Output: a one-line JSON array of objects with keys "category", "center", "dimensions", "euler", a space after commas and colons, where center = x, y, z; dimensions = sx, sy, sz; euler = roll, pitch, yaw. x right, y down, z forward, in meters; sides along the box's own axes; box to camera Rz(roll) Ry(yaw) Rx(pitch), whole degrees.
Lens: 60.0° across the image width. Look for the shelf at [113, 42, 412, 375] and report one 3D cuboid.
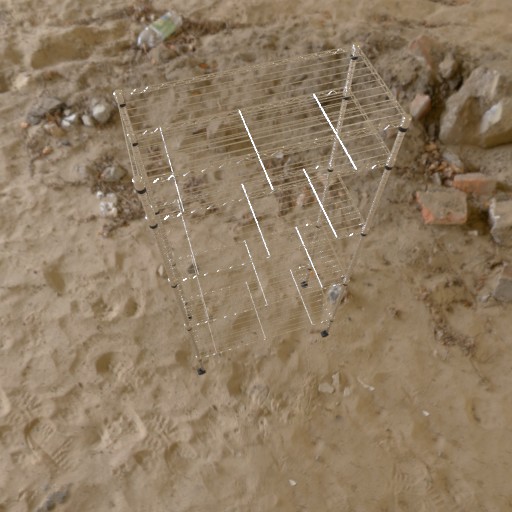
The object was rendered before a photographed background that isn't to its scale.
[{"category": "shelf", "center": [0.000, 0.000, 1.875], "dimensions": [0.762, 1.587, 0.356], "euler": [-15, 60, -9]}]
